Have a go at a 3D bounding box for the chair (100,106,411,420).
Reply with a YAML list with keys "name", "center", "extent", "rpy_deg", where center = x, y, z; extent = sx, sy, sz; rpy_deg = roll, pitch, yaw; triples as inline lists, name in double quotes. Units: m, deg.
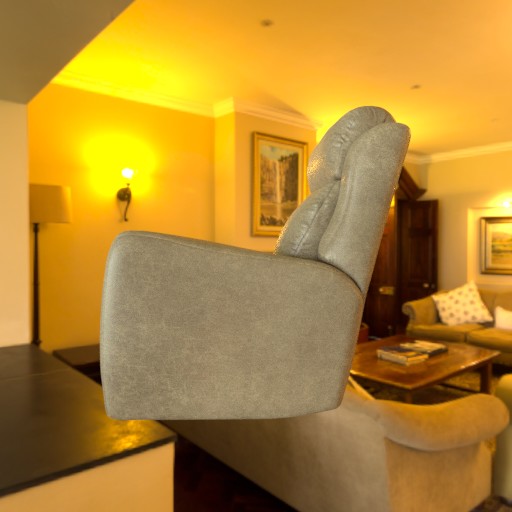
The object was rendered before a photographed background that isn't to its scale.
- name: "chair"
  center: [0.000, 0.000, 1.924]
  extent: [1.068, 1.116, 0.967]
  rpy_deg: [0, 1, 0]
